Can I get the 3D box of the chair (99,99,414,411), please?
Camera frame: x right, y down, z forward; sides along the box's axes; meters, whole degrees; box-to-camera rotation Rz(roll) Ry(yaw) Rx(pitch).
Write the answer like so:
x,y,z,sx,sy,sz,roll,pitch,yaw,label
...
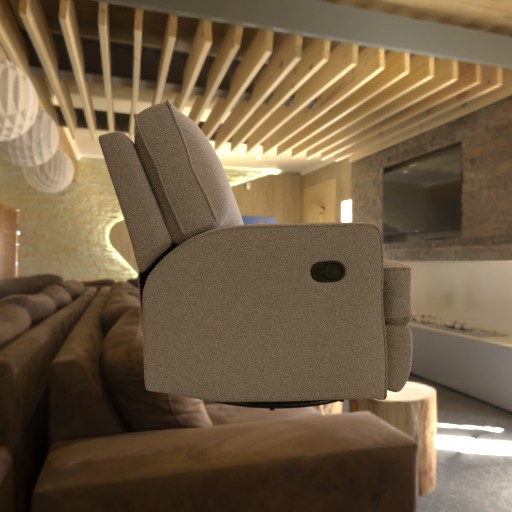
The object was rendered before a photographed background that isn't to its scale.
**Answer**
x,y,z,sx,sy,sz,roll,pitch,yaw,label
0.000,0.000,1.704,0.969,0.964,0.861,0,-1,-1,chair
